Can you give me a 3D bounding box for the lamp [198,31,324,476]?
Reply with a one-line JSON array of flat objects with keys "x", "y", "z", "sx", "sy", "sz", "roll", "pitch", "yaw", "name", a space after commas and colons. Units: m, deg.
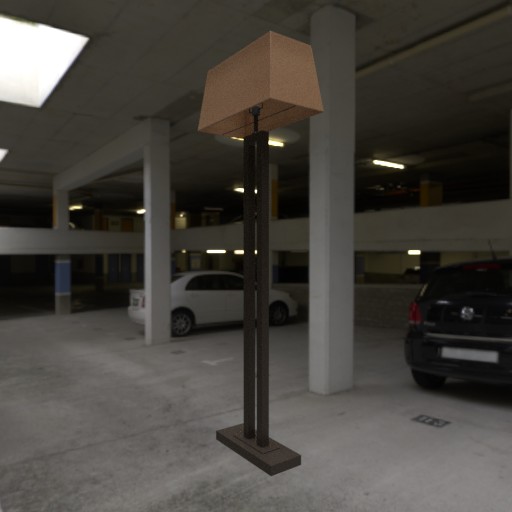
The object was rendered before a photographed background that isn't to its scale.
[{"x": 0.000, "y": 0.000, "z": 1.656, "sx": 0.233, "sy": 1.469, "sz": 0.475, "roll": -1, "pitch": 1, "yaw": -36, "name": "lamp"}]
